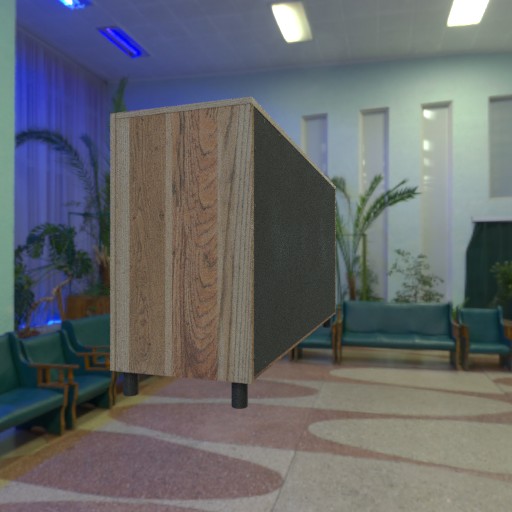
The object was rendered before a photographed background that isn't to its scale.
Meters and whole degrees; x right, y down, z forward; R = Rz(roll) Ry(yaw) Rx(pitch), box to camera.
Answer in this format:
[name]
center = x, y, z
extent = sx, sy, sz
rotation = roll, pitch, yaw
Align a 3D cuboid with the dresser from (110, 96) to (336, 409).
[dresser]
center = 0.000, 0.000, 1.978
extent = 0.487, 0.834, 1.547
rotation = 0, 0, 18
